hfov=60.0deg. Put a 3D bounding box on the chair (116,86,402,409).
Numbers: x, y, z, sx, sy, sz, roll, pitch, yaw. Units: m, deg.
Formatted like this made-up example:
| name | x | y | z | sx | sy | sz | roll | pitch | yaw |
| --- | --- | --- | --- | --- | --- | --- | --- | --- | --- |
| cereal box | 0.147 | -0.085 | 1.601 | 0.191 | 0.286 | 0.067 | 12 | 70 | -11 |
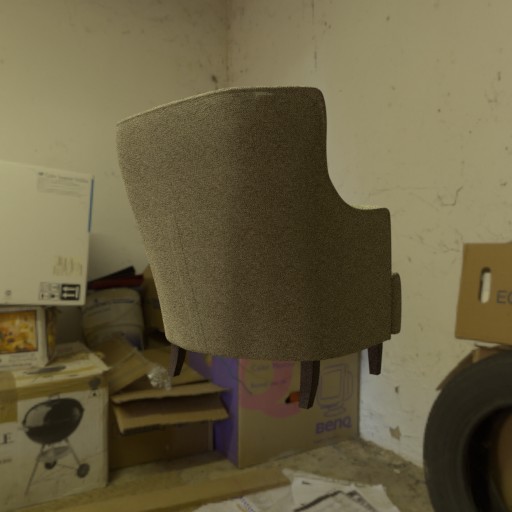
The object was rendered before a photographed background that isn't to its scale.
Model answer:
| name | x | y | z | sx | sy | sz | roll | pitch | yaw |
| --- | --- | --- | --- | --- | --- | --- | --- | --- | --- |
| chair | 0.000 | 0.000 | 1.656 | 0.820 | 0.920 | 0.910 | 0 | 0 | 37 |
